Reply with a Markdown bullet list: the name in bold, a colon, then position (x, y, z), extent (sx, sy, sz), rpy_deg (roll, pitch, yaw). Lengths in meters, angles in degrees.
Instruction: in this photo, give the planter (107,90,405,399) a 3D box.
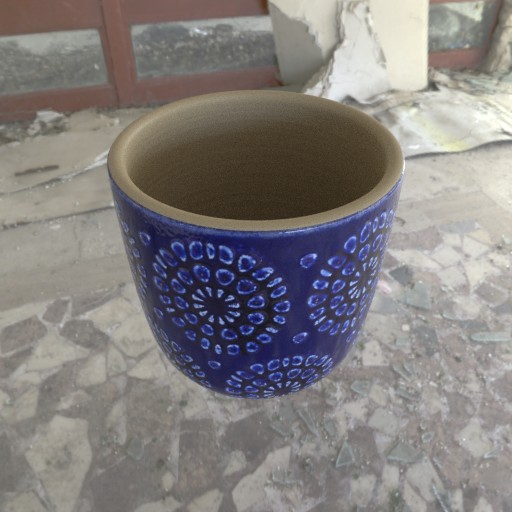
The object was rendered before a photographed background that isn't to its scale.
- **planter**: position (0.000, 0.000, 0.200), extent (0.109, 0.112, 0.109), rpy_deg (0, 41, 0)
